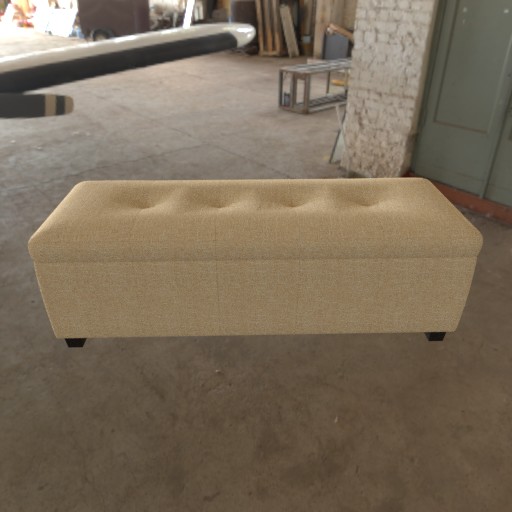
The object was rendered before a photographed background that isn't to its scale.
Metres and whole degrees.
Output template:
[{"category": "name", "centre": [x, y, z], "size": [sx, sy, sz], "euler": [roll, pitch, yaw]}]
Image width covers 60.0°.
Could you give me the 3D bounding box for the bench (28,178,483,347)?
[{"category": "bench", "centre": [0.000, 0.000, 1.436], "size": [1.219, 0.406, 0.432], "euler": [-1, 31, -1]}]
